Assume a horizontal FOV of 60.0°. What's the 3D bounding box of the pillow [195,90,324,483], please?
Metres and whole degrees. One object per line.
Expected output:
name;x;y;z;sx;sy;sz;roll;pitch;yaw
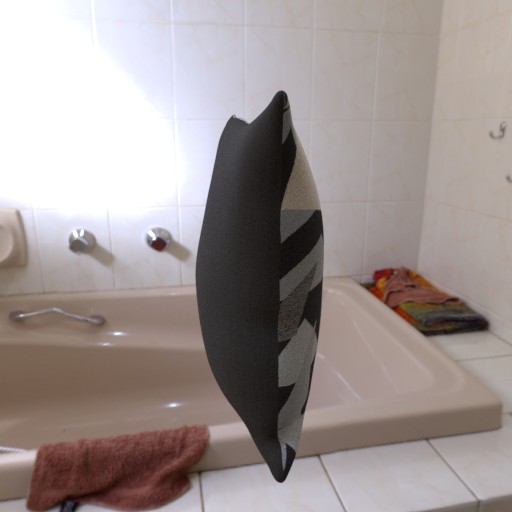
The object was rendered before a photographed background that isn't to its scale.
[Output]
pillow;0.000;0.000;0.762;0.208;0.496;0.503;-2;16;-9
